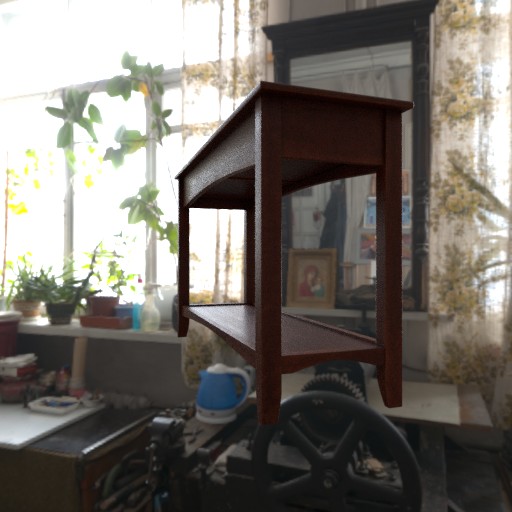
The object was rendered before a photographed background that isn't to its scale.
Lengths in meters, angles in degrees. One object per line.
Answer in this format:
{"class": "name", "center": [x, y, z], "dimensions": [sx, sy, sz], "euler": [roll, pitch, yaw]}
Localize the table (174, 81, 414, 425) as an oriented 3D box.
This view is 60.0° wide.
{"class": "table", "center": [0.000, 0.000, 1.557], "dimensions": [0.392, 0.739, 1.188], "euler": [0, 0, -19]}
